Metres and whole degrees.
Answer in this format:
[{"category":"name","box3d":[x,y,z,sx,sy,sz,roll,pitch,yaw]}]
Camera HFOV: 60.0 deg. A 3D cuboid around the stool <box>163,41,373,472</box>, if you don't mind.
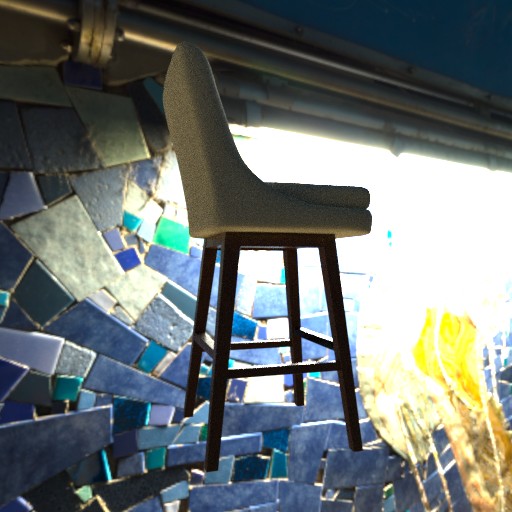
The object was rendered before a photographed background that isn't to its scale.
[{"category":"stool","box3d":[0.000,0.000,1.381,0.559,1.093,0.483,0,-1,-17]}]
